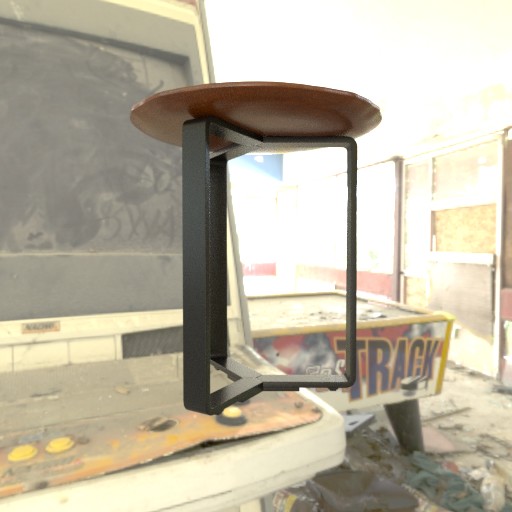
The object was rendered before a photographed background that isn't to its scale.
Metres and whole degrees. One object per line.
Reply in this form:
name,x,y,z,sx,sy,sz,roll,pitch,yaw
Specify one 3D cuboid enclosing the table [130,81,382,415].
table,0.000,0.000,0.751,0.410,0.450,0.380,0,2,1
